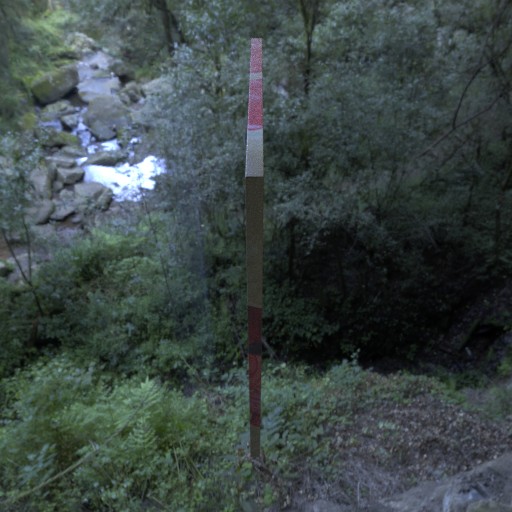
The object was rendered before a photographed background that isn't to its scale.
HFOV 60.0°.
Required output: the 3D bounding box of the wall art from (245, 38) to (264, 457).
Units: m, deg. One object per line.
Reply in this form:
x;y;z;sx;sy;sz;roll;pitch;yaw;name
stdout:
0.000;0.000;1.338;0.031;1.015;0.762;0;42;0;wall art
